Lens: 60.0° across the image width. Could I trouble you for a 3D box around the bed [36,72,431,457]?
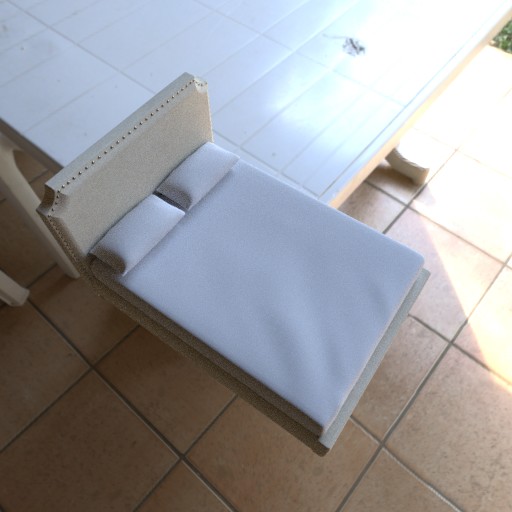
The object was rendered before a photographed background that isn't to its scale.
[{"bbox_3d":[0.000,0.000,3.444,2.381,1.457,1.713,31,63,18],"label":"bed"}]
